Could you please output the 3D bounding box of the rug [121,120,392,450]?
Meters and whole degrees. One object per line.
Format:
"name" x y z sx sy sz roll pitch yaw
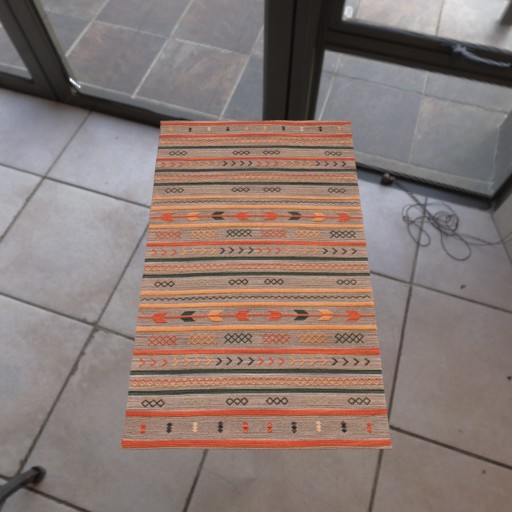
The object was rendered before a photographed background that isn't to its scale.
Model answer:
"rug" 0.000 0.000 3.039 1.537 0.029 2.439 0 63 0
